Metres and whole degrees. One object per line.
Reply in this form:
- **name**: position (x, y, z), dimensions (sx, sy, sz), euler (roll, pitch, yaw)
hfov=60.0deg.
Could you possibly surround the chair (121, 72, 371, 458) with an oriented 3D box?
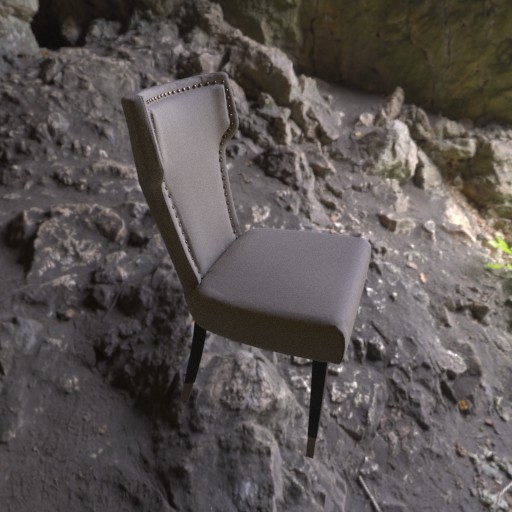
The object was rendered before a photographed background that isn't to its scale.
- **chair**: position (0.000, 0.000, 1.316), dimensions (0.630, 0.955, 0.526), euler (10, 31, 17)
